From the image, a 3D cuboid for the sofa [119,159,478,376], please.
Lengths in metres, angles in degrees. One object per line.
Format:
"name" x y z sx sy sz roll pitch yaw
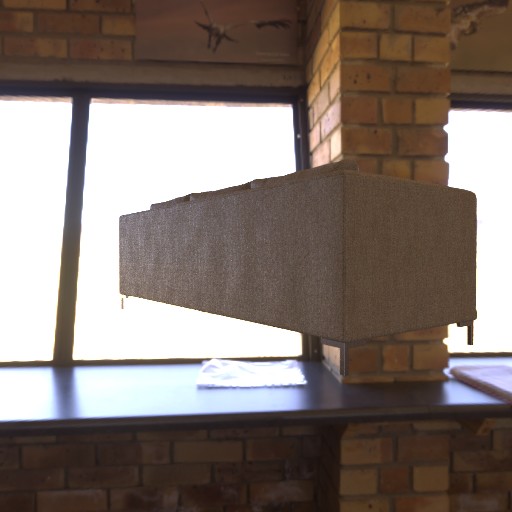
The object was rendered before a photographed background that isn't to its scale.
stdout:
"sofa" 0.000 0.000 2.865 0.969 0.867 2.415 0 0 -36
